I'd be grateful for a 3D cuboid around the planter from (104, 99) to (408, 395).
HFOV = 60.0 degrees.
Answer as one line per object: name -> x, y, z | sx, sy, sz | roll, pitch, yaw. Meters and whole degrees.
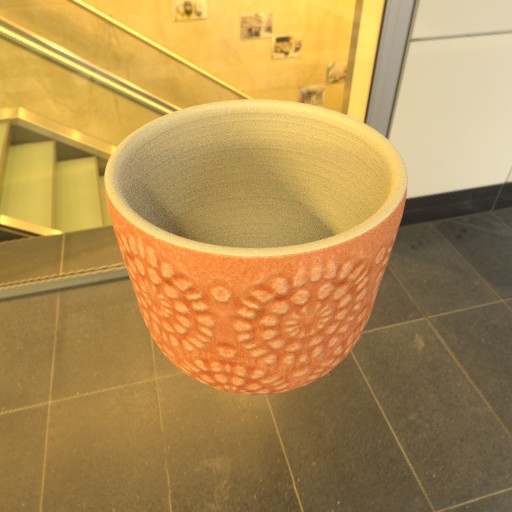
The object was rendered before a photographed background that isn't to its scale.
planter -> 0.000, 0.000, 0.220 | 0.124, 0.109, 0.124 | 0, 42, 0
